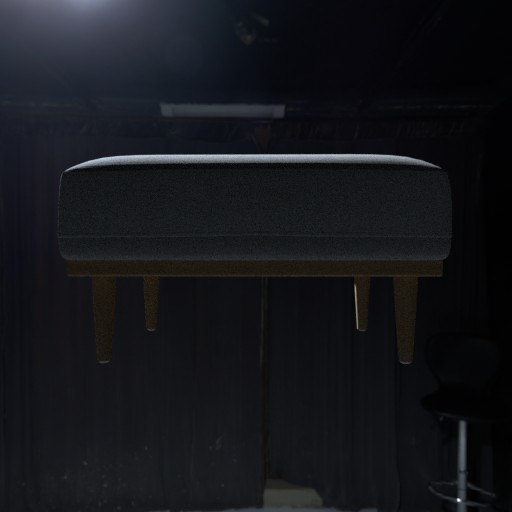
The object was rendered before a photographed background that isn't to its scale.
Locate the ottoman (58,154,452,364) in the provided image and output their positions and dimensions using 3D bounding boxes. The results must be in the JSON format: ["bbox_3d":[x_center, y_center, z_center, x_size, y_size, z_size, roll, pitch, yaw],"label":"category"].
[{"bbox_3d":[0.000,0.000,1.081,0.749,0.428,0.549,0,0,1],"label":"ottoman"}]
